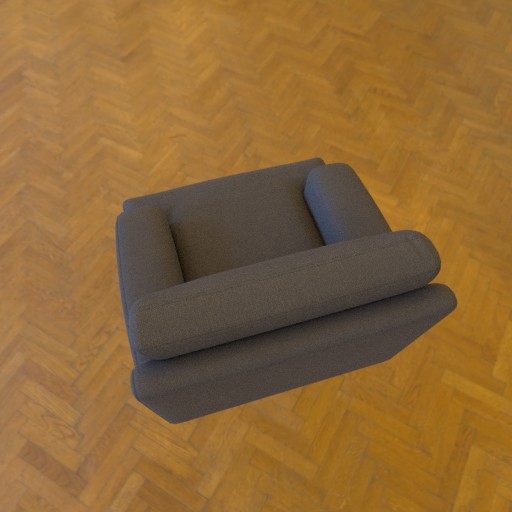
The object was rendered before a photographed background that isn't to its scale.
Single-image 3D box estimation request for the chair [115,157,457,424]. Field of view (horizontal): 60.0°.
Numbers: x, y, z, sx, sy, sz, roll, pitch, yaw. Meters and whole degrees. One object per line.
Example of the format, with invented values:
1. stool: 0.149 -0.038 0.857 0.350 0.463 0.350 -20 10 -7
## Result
1. chair: 0.000 0.000 1.944 1.168 0.940 1.143 -14 59 -9
